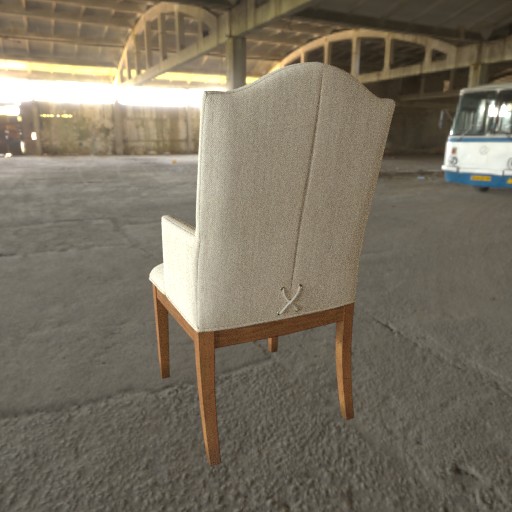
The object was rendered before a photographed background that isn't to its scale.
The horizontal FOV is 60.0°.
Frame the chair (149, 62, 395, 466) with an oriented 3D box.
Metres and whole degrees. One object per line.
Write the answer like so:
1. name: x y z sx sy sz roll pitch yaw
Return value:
1. chair: 0.000 0.000 1.350 0.533 1.016 0.641 -7 17 -25
